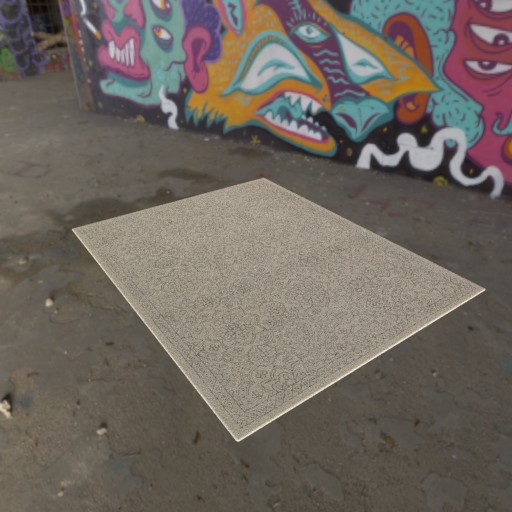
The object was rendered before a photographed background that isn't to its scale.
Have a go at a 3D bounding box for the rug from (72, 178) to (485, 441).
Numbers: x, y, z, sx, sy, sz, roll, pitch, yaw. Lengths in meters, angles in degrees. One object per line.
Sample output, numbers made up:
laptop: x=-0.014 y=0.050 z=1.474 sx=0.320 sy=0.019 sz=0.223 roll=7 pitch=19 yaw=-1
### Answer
rug: x=0.000 y=0.000 z=4.076 sx=2.441 sy=0.015 sz=3.050 roll=-20 pitch=37 yaw=-30
